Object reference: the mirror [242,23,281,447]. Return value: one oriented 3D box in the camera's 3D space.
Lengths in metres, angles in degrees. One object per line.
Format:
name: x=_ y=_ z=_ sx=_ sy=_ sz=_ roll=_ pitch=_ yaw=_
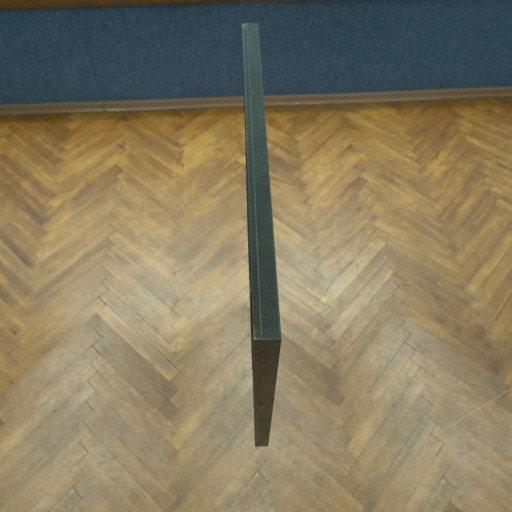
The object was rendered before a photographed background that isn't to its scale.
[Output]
mirror: x=0.000 y=0.000 z=0.557 sx=0.020 sy=0.381 sz=0.382 roll=-2 pitch=57 yaw=-1
